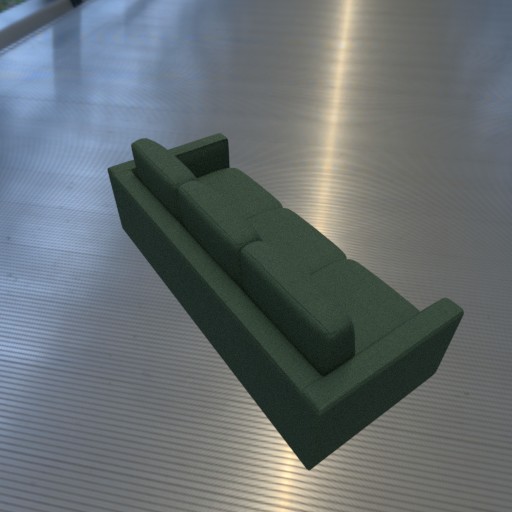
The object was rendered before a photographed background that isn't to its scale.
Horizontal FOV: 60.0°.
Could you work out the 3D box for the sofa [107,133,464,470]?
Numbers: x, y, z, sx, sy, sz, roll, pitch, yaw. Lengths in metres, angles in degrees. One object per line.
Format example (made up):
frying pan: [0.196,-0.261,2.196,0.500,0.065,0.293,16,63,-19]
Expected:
sofa: [0.000,0.000,2.509,0.879,0.899,2.029,-25,48,-25]
